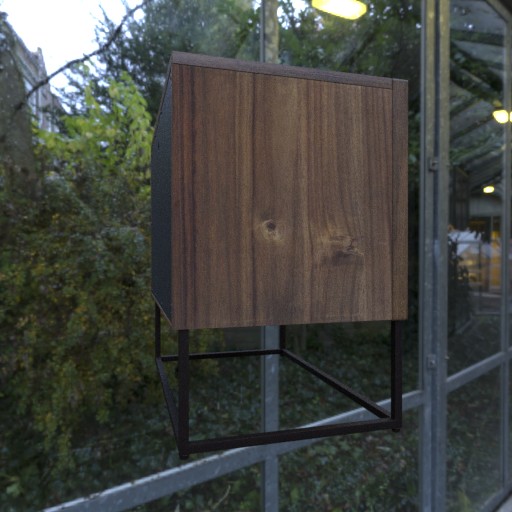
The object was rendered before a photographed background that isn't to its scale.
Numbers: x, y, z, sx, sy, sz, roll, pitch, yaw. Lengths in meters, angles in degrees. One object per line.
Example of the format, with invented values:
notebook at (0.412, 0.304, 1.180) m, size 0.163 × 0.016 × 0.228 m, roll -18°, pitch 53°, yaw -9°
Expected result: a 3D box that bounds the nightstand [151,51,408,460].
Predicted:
nightstand at (0.000, 0.000, 1.007) m, size 0.437 × 0.610 × 0.610 m, roll 0°, pitch 0°, yaw -16°
